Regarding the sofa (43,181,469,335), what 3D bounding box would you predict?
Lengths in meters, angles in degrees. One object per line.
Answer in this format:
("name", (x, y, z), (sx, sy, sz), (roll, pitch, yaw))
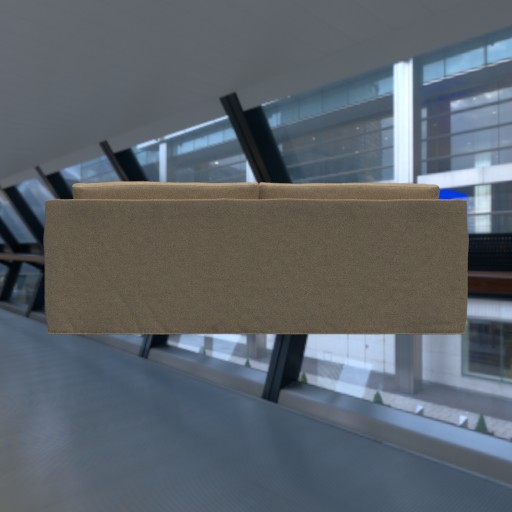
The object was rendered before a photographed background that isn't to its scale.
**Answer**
("sofa", (0.000, 0.000, 2.839), (2.312, 0.853, 0.962), (0, 0, 0))
